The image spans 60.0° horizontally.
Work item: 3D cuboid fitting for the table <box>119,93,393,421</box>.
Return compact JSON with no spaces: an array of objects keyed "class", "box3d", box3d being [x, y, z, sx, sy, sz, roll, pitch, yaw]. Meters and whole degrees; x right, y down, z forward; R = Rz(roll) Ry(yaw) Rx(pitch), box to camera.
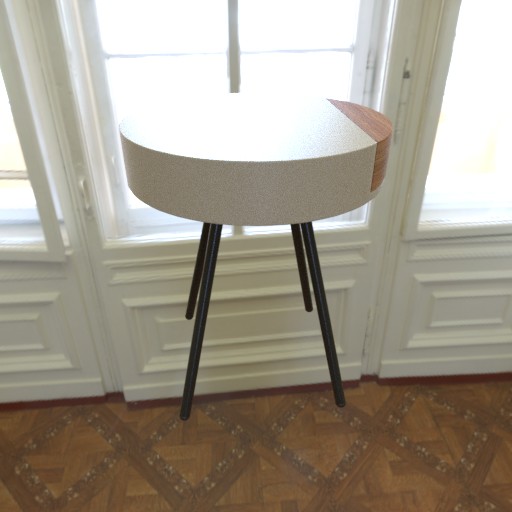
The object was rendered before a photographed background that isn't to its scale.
[{"class":"table","box3d":[0.000,0.000,0.859,0.450,0.525,0.450,0,31,0]}]
